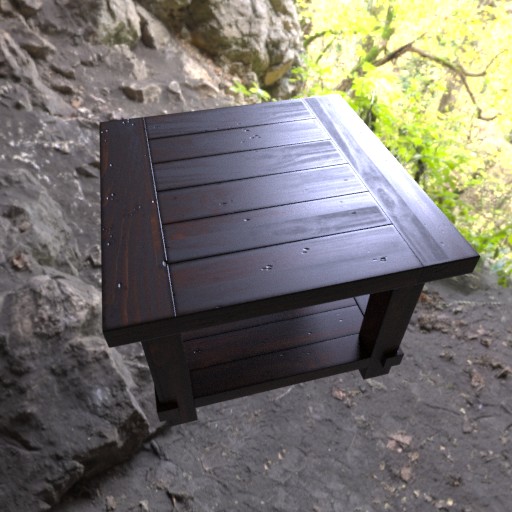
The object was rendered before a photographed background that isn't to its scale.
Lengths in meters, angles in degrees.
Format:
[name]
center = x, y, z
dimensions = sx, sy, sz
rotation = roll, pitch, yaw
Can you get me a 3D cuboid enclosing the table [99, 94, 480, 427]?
[table]
center = 0.000, 0.000, 1.022
dimensions = 0.593, 0.437, 0.606
rotation = -10, 46, -10
